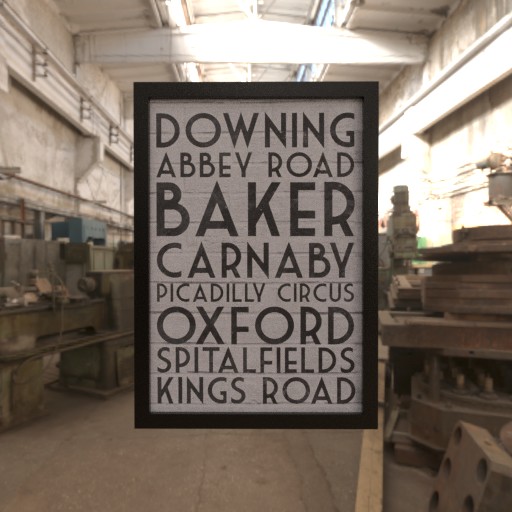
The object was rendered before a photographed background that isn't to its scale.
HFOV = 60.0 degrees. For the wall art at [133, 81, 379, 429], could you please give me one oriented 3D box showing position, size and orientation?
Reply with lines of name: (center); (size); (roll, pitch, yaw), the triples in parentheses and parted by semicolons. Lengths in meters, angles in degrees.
wall art: (0.000, 0.000, 0.846); (0.462, 0.656, 0.019); (0, 1, 0)
